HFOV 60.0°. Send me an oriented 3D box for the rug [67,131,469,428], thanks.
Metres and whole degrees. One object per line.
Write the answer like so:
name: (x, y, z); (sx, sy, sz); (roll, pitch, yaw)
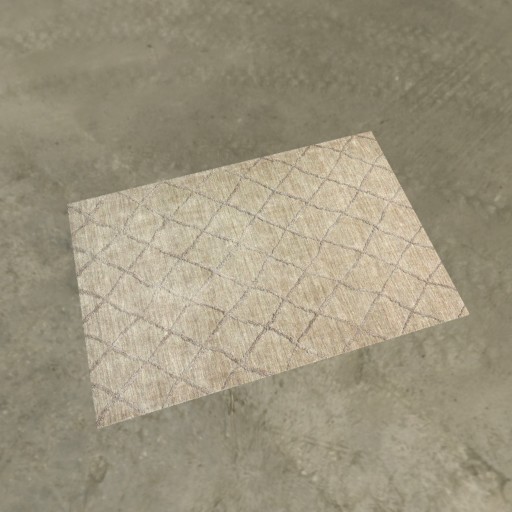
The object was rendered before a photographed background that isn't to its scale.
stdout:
rug: (0.000, 0.000, 2.900); (2.280, 0.015, 1.521); (-15, 65, -7)
